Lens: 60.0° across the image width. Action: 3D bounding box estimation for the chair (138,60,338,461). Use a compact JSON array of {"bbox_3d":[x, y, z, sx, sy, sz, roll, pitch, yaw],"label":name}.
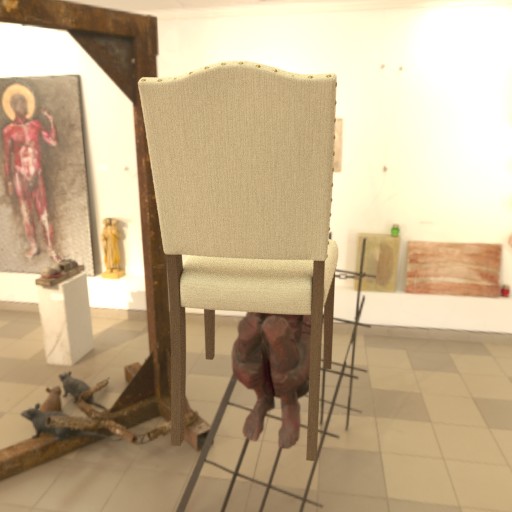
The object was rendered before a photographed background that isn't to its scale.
[{"bbox_3d":[0.000,0.000,1.348,0.508,1.015,0.619,2,15,9],"label":"chair"}]
